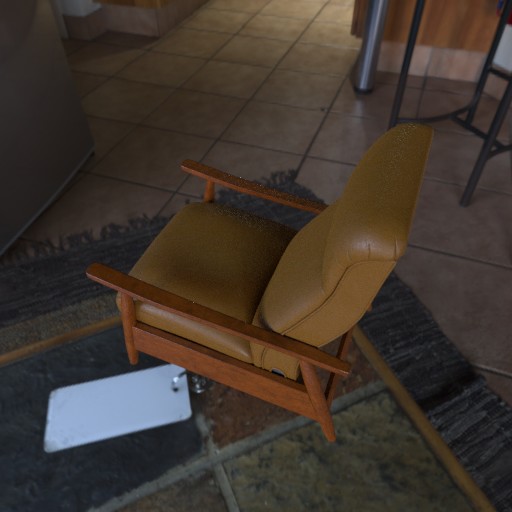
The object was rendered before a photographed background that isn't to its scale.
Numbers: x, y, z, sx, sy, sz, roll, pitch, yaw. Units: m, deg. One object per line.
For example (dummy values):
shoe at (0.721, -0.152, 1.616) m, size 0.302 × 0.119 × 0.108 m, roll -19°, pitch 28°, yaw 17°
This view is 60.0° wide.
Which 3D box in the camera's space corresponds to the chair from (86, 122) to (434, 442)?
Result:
chair at (0.000, 0.000, 1.749) m, size 1.014 × 1.082 × 0.762 m, roll 16°, pitch 49°, yaw 15°
